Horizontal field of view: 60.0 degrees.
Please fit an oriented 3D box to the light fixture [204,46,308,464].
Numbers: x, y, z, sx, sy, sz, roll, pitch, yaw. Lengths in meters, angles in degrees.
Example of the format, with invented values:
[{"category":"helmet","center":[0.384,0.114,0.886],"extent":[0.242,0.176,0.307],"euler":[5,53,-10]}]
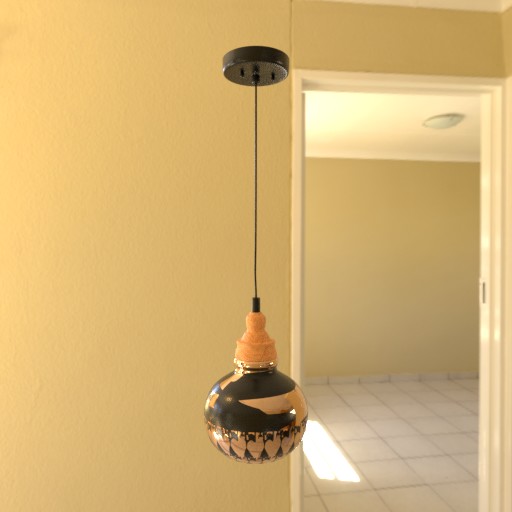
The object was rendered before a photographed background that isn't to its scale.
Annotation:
[{"category":"light fixture","center":[0.000,0.000,1.836],"extent":[0.430,1.606,0.430],"euler":[0,1,-18]}]
